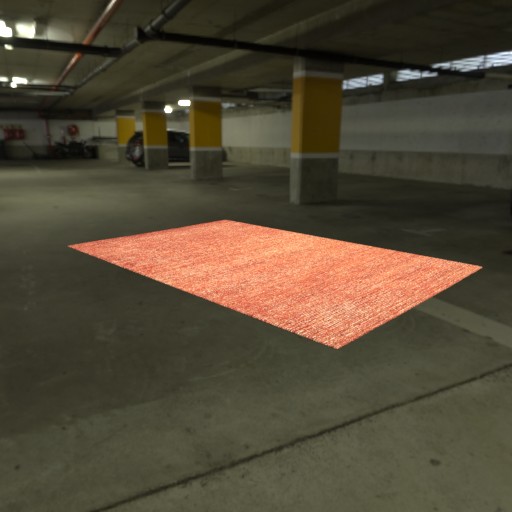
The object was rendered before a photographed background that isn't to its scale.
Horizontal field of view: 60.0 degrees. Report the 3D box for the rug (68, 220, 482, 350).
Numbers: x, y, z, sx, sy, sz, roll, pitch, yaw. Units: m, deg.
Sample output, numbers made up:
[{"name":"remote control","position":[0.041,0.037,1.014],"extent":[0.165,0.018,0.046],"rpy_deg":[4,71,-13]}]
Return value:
[{"name":"rug","position":[0.000,0.000,2.196],"extent":[1.747,0.011,1.139],"rpy_deg":[14,20,43]}]
